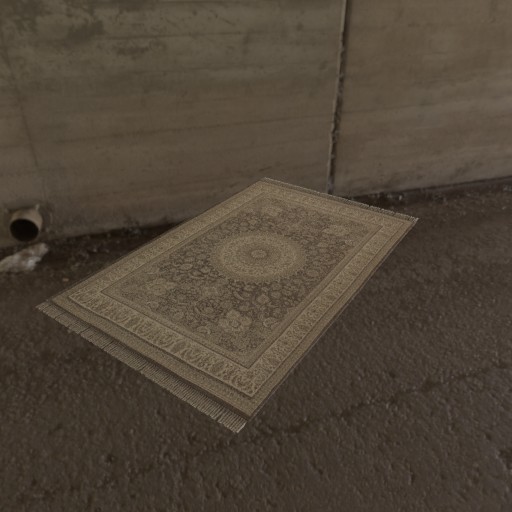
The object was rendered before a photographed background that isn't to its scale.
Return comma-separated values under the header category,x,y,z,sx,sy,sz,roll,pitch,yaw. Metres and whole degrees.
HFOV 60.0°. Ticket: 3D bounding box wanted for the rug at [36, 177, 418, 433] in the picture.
category,x,y,z,sx,sy,sz,roll,pitch,yaw
rug,0.000,0.000,3.117,1.528,0.010,2.440,21,38,29
